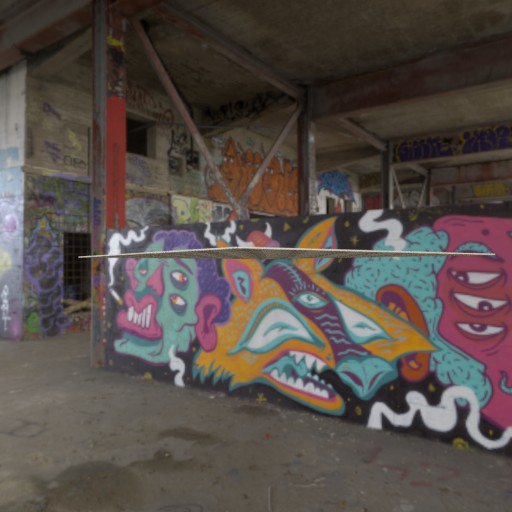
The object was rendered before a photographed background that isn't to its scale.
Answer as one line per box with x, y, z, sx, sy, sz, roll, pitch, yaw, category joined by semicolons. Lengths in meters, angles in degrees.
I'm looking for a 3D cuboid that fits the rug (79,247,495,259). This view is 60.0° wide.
0.000;0.000;3.972;2.330;0.010;3.061;1;-1;-35;rug
